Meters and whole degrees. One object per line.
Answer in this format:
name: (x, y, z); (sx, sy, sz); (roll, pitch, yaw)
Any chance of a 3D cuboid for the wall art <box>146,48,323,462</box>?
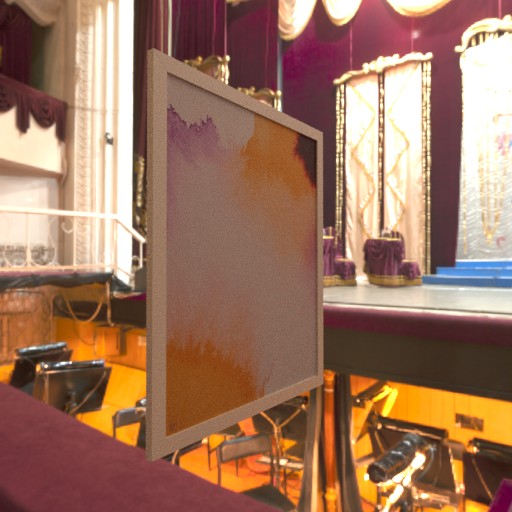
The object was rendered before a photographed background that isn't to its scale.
wall art: (0.000, 0.000, 0.792); (0.012, 0.557, 0.482); (-1, -1, 37)
